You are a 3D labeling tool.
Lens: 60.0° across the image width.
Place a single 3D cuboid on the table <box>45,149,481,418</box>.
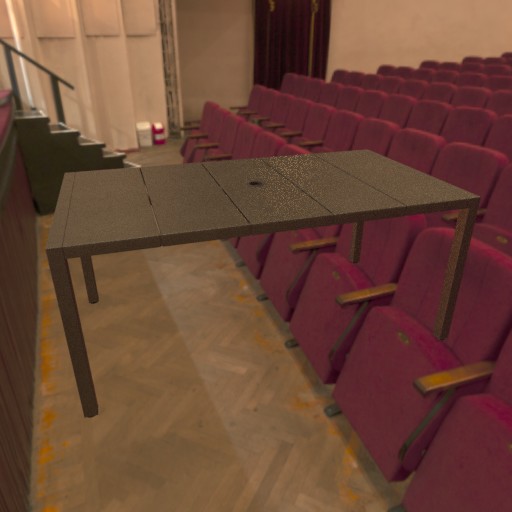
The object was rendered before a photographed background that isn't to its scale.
[{"bbox_3d":[0.000,0.000,2.171,1.680,0.735,0.914,-8,27,-16],"label":"table"}]
